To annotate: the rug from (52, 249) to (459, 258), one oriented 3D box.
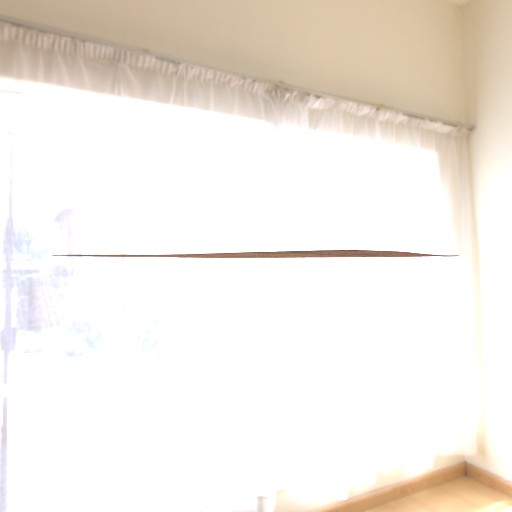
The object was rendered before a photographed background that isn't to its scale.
[{"bbox_3d":[0.000,0.000,4.105,3.029,0.022,2.263,-1,-1,37],"label":"rug"}]
